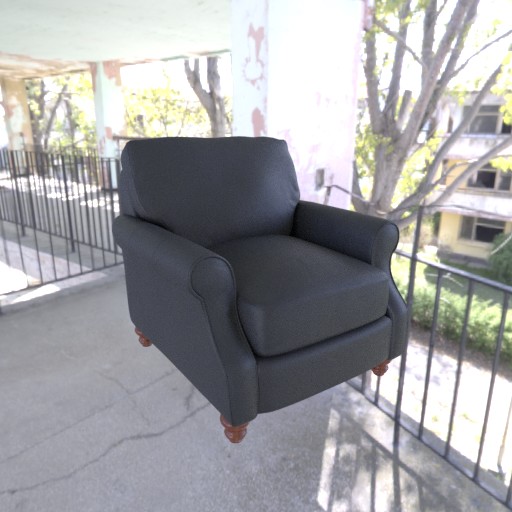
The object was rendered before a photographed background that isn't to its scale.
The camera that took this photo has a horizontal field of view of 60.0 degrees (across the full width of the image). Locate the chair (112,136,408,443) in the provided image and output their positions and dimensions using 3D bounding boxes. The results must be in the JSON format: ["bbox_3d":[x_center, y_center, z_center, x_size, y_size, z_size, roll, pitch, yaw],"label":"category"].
[{"bbox_3d":[0.000,0.000,1.856,1.015,0.960,1.027,-9,19,-28],"label":"chair"}]
